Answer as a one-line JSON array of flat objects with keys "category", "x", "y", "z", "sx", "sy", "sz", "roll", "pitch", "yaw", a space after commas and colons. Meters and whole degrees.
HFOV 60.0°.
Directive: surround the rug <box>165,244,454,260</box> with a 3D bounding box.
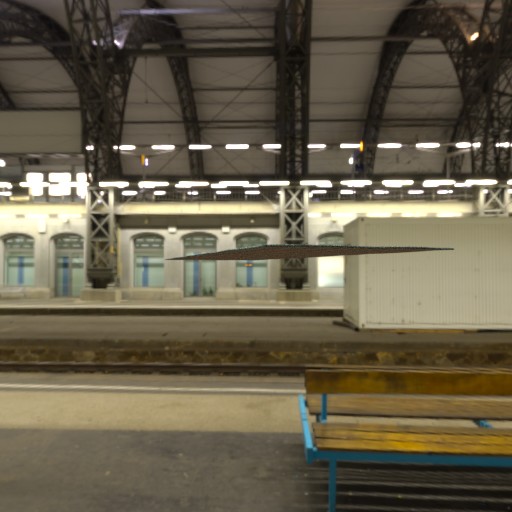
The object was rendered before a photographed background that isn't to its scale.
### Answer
[{"category": "rug", "x": 0.000, "y": 0.000, "z": 2.763, "sx": 0.801, "sy": 0.010, "sz": 2.459, "roll": 1, "pitch": -2, "yaw": -19}]
